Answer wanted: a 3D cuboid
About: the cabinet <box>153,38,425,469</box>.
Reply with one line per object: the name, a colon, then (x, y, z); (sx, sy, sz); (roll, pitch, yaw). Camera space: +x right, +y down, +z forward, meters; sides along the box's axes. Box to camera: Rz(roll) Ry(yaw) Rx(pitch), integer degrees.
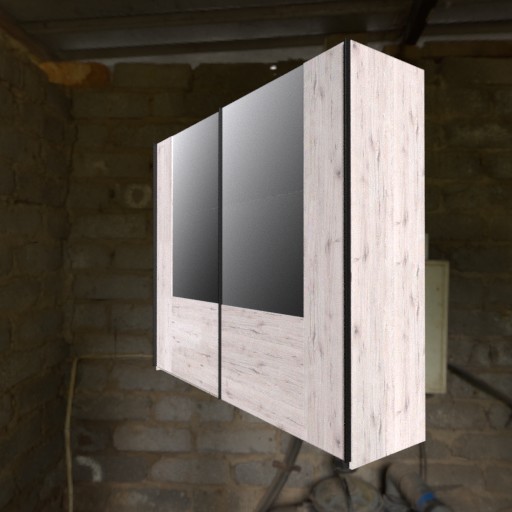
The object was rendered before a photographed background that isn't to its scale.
cabinet: (0.000, 0.000, 3.437); (0.660, 2.180, 2.500); (0, -1, -35)
